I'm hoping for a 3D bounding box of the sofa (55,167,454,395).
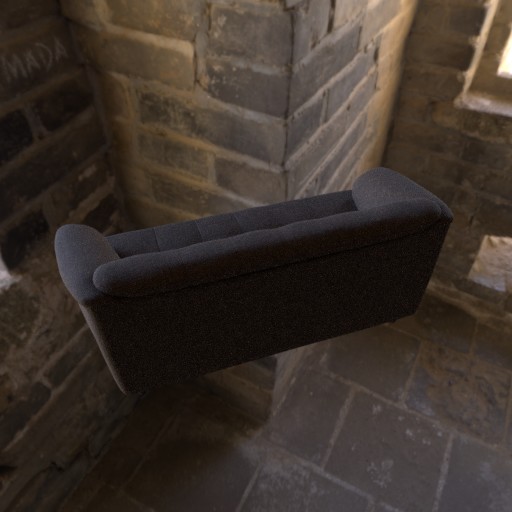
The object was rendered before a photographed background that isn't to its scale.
[{"bbox_3d":[0.000,0.000,2.269,1.849,0.790,0.887,-13,42,-14],"label":"sofa"}]
